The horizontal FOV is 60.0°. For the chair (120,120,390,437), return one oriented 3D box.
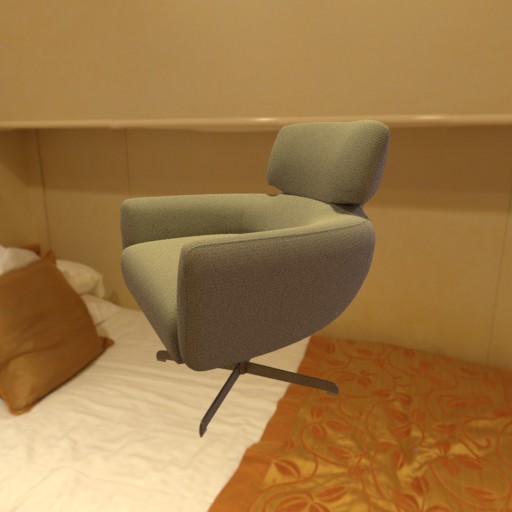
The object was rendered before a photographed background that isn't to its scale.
[{"bbox_3d":[0.000,0.000,1.377,0.730,0.810,0.760,-7,17,-25],"label":"chair"}]
